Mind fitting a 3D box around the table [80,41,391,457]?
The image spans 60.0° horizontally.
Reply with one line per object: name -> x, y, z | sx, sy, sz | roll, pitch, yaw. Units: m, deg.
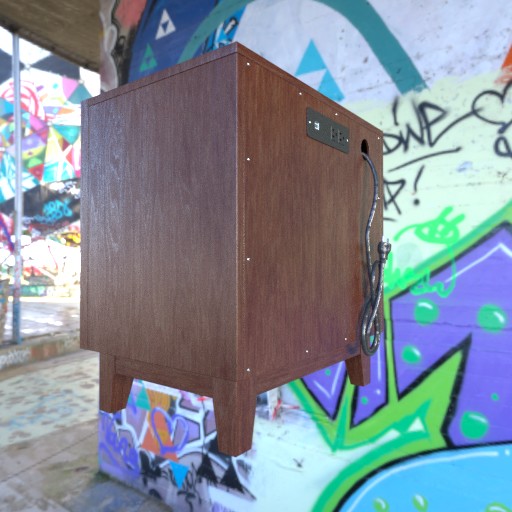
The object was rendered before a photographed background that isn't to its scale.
table -> 0.000, 0.000, 0.960 | 0.449, 0.609, 0.557 | 0, -1, 37
